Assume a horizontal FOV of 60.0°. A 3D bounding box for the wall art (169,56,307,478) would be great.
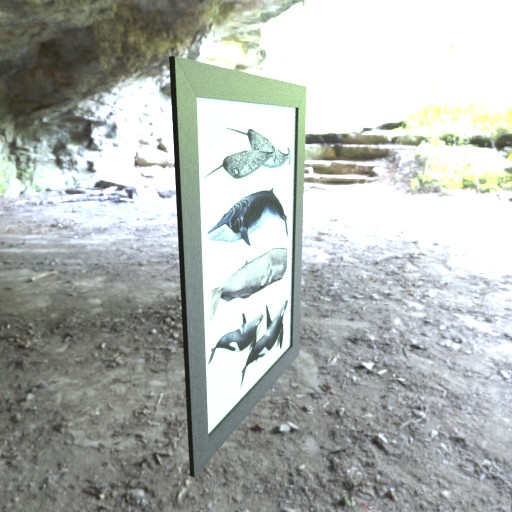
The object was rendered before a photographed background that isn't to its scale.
[{"bbox_3d":[0.000,0.000,1.470,0.016,1.116,0.810,8,18,26],"label":"wall art"}]
